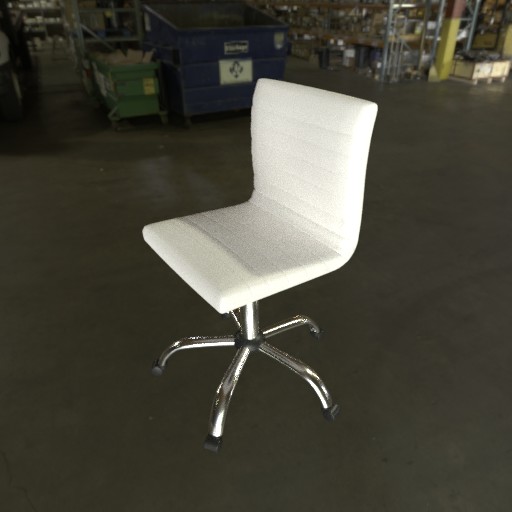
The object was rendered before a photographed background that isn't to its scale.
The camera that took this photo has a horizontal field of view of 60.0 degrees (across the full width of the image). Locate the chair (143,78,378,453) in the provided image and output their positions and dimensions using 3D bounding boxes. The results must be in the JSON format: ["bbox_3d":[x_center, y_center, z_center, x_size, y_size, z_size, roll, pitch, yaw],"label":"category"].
[{"bbox_3d":[0.000,0.000,1.121,0.530,0.780,0.556,-20,36,-30],"label":"chair"}]
